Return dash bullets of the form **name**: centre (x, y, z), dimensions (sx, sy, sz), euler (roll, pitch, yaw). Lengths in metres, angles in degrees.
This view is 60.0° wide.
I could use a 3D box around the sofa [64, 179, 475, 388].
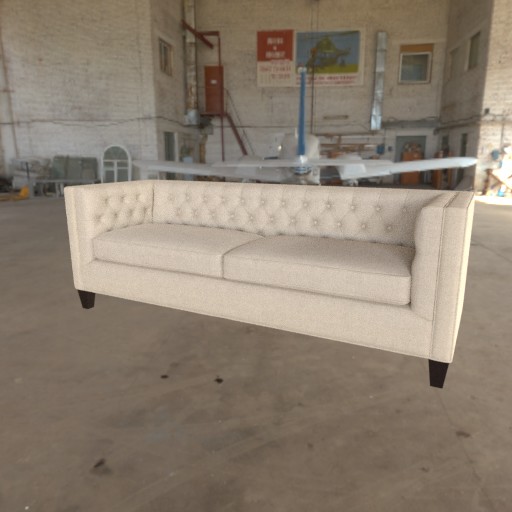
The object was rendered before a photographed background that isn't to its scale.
- **sofa**: centre (0.000, 0.000, 2.527), dimensions (2.159, 0.762, 0.775), euler (7, 15, 27)
